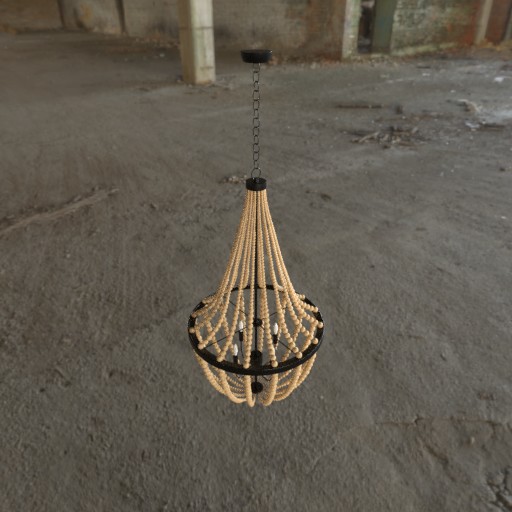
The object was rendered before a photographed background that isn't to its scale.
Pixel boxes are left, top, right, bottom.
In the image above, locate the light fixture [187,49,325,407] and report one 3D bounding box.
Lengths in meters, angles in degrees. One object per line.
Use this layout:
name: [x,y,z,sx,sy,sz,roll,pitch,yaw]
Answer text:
light fixture: [0.000,0.000,1.344,0.450,1.133,0.450,0,30,0]
